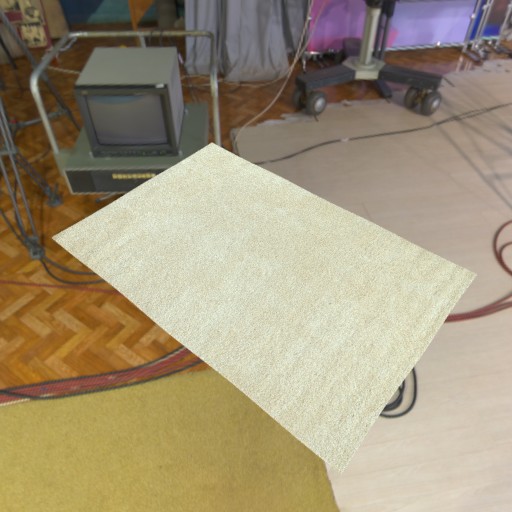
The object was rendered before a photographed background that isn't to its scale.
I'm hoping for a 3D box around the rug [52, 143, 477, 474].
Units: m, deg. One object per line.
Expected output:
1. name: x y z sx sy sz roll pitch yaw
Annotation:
1. rug: 0.000 0.000 3.368 2.699 0.025 1.800 32 54 27
